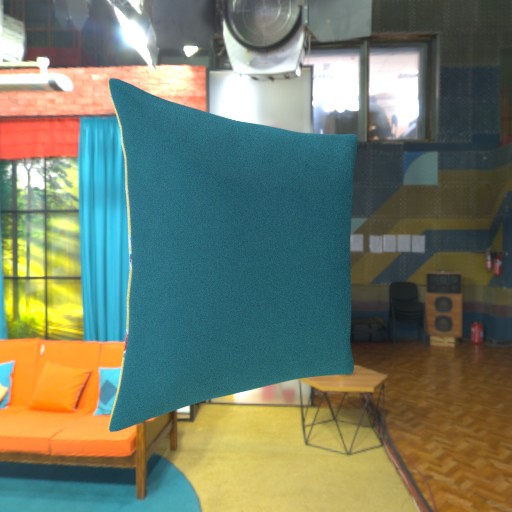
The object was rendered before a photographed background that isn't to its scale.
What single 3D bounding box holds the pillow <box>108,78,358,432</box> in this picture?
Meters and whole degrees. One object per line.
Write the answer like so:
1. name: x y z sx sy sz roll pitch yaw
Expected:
1. pillow: 0.000 0.000 0.788 0.525 0.508 0.166 -1 1 -37
